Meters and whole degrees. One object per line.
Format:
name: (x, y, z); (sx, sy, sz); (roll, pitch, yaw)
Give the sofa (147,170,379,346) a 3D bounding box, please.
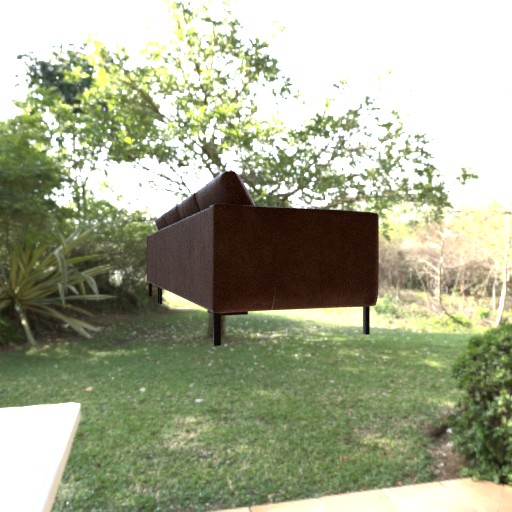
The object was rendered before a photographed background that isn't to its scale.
sofa: (0.000, 0.000, 3.649); (1.471, 0.859, 2.993); (0, 0, -20)
